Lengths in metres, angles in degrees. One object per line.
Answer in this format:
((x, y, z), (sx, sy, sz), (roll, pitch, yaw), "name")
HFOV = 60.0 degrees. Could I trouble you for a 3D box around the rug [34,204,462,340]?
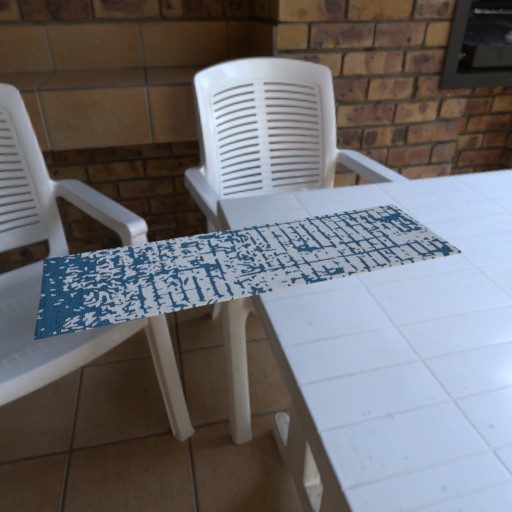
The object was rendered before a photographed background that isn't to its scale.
((0.000, 0.000, 2.695), (2.435, 0.011, 0.750), (-10, 33, -16), "rug")
